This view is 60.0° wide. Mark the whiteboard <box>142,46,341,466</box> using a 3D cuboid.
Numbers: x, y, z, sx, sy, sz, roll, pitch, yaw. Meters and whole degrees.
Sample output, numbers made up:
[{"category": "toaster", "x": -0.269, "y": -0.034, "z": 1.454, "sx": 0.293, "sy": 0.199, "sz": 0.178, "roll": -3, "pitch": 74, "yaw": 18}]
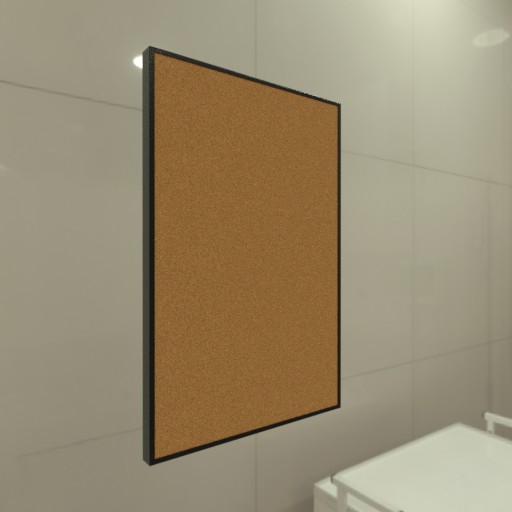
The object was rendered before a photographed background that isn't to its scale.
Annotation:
[{"category": "whiteboard", "x": 0.000, "y": 0.000, "z": 0.775, "sx": 0.406, "sy": 0.611, "sz": 0.026, "roll": 0, "pitch": 0, "yaw": -37}]
